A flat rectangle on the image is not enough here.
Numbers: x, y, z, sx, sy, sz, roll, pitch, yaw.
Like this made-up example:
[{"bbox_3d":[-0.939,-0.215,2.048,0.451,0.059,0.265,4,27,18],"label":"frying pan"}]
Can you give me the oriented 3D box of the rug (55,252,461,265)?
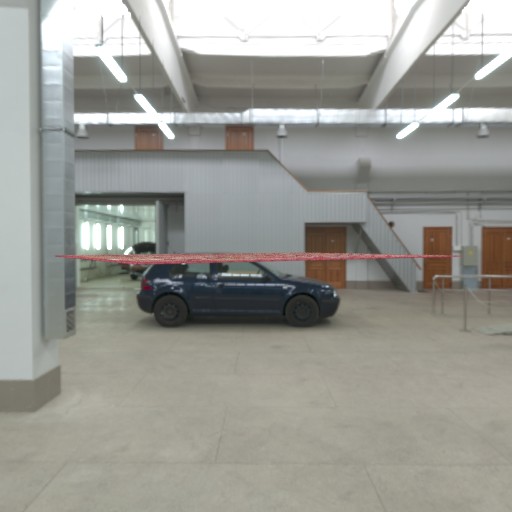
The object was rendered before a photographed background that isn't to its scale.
[{"bbox_3d":[0.000,0.000,2.931,2.184,0.007,1.579,-1,2,-35],"label":"rug"}]
